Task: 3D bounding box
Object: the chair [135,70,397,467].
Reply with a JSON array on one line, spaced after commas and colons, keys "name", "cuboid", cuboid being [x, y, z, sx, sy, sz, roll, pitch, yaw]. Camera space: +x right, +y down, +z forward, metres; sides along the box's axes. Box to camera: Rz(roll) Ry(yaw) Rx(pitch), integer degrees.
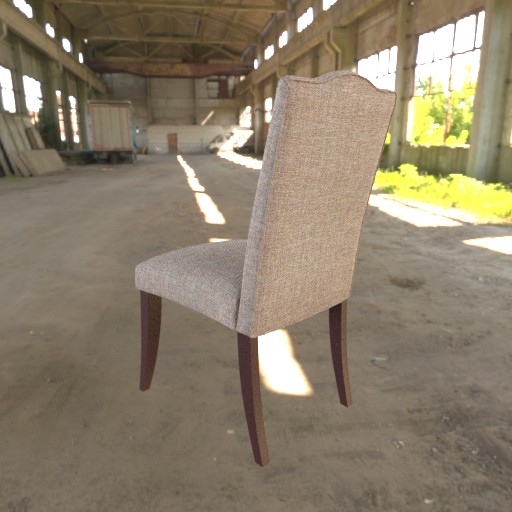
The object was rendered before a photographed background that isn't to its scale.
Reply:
[{"name": "chair", "cuboid": [0.000, 0.000, 1.380, 0.513, 1.016, 0.660, -14, 21, -42]}]
